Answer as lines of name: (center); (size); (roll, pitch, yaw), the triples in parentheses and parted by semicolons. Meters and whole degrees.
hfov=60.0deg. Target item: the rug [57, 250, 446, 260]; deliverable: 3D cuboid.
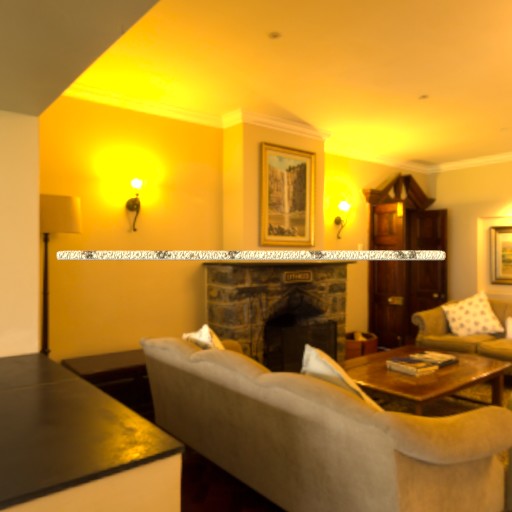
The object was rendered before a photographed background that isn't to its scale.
rug: (0.000, 0.000, 2.263); (1.219, 0.030, 1.778); (0, 0, 1)
